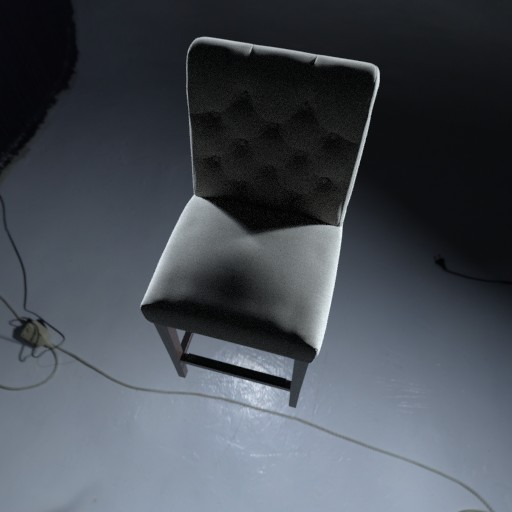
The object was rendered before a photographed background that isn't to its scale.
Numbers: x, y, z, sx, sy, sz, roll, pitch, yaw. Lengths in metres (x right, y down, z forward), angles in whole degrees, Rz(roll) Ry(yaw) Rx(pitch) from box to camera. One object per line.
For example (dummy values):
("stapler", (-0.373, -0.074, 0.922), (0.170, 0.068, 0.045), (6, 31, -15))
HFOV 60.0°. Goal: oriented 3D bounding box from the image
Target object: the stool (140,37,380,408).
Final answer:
("stool", (0.000, 0.000, 1.359), (0.493, 1.040, 0.601), (13, 59, 8))
